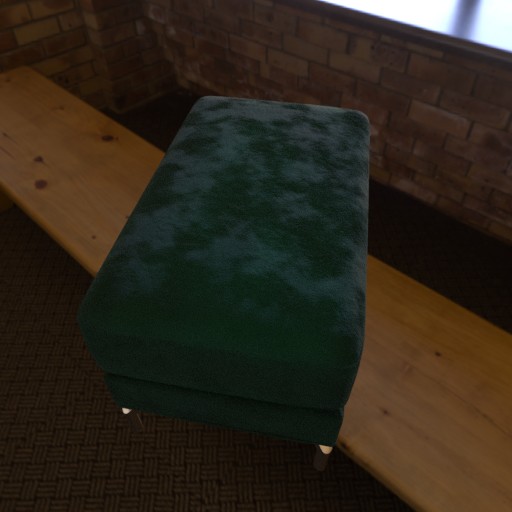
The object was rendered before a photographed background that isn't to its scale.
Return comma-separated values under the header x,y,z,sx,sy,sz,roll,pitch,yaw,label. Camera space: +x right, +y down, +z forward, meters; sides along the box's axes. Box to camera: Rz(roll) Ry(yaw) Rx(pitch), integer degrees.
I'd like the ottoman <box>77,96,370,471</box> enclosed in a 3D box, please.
x,y,z,sx,sy,sz,roll,pitch,yaw,label
0.000,0.000,1.223,0.536,0.533,0.886,8,47,7,ottoman
